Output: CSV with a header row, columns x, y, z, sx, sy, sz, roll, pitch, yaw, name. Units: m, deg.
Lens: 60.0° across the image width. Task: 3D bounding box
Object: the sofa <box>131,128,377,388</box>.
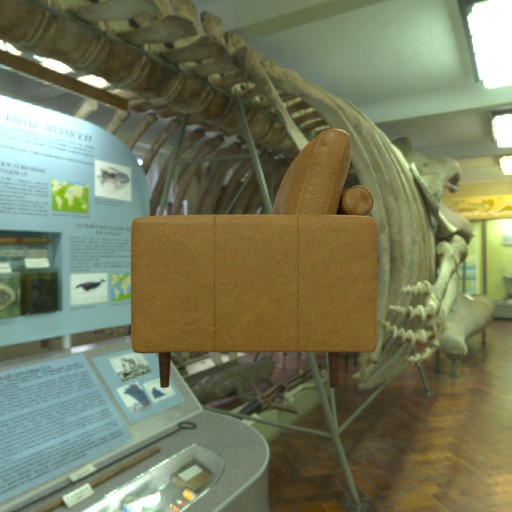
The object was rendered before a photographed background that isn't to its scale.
x,y,z,sx,sy,sz,roll,pitch,yaw,name
0.000,0.000,2.287,0.850,0.898,1.821,0,1,0,sofa
